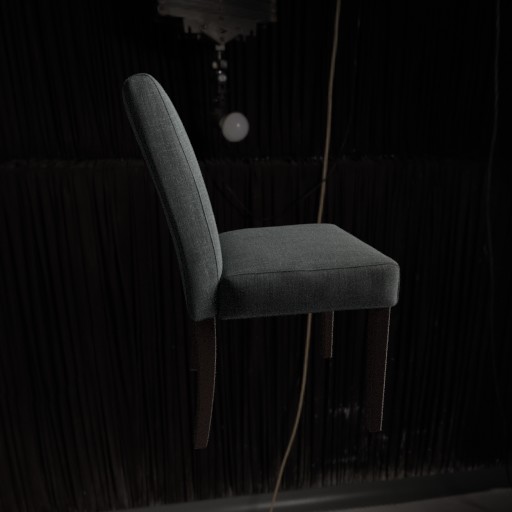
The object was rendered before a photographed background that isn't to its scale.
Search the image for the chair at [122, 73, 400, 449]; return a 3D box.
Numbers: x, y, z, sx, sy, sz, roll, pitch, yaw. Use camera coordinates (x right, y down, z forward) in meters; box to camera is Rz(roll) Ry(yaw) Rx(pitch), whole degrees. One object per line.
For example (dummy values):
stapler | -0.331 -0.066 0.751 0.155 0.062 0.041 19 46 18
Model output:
chair | 0.000 0.000 1.226 0.629 0.884 0.487 -3 16 -9
